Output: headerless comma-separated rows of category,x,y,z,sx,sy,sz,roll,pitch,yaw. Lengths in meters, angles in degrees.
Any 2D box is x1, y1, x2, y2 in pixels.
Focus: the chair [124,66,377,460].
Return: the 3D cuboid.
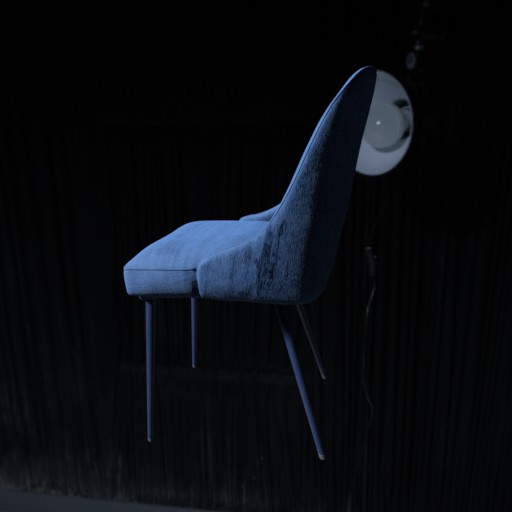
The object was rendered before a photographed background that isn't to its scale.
chair,0.000,0.000,1.171,0.559,0.896,0.478,2,15,9
